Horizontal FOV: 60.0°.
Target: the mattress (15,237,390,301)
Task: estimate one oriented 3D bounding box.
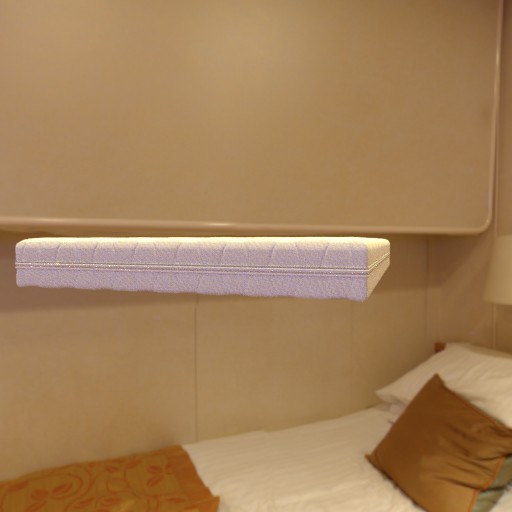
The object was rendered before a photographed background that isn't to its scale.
[{"bbox_3d":[0.000,0.000,2.518,1.400,0.200,2.000,1,2,19],"label":"mattress"}]
